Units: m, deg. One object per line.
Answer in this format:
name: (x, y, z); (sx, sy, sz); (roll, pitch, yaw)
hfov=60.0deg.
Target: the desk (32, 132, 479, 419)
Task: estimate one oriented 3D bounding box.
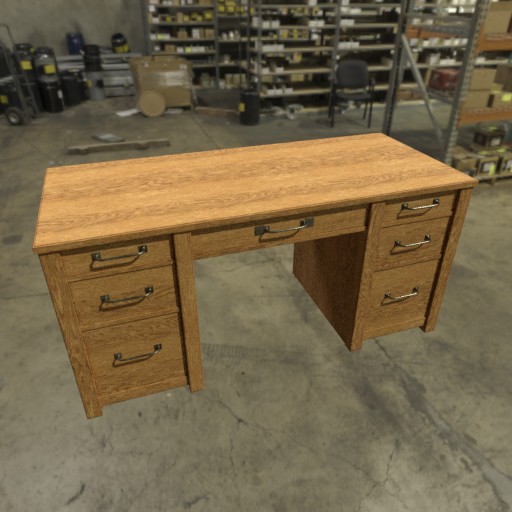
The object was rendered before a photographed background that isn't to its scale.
desk: (0.000, 0.000, 1.932); (1.567, 0.751, 0.685); (-10, 33, -16)
